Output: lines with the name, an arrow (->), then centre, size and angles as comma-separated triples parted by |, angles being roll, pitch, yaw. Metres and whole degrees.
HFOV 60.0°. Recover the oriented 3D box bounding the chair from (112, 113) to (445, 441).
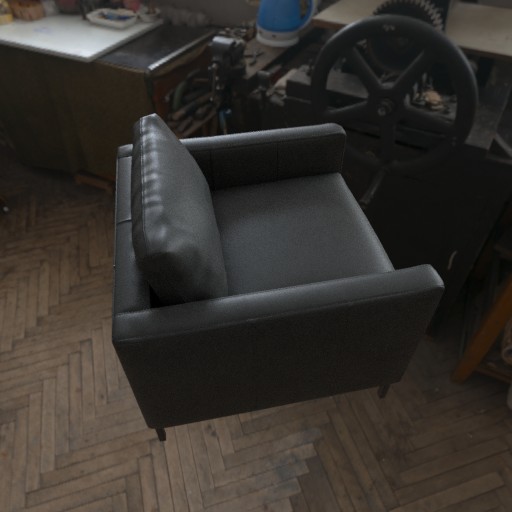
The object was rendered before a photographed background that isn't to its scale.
chair -> 0.000, 0.000, 1.492 | 0.861, 0.824, 0.967 | -8, 46, -8
